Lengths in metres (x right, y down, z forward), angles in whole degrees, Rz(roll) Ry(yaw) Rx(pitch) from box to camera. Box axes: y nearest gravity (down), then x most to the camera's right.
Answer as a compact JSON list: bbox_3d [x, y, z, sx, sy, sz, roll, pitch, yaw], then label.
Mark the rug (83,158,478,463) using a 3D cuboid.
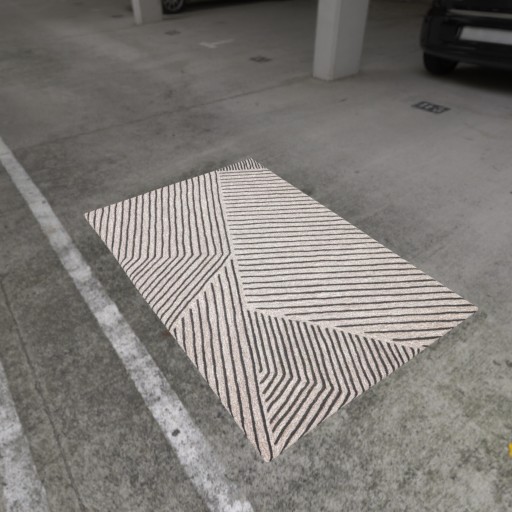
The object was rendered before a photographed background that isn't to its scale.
[{"bbox_3d":[0.000,0.000,2.358,1.237,0.019,1.842,-25,46,-27],"label":"rug"}]
